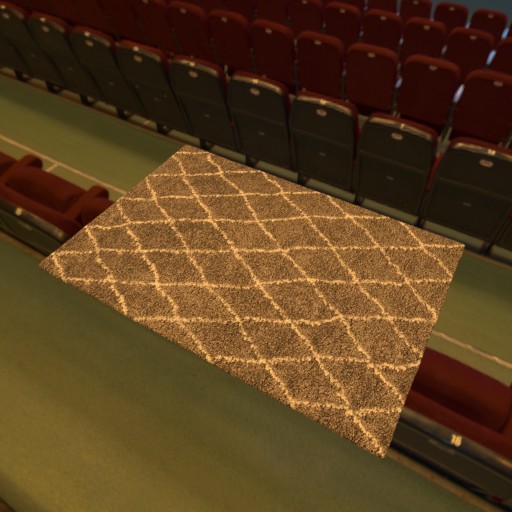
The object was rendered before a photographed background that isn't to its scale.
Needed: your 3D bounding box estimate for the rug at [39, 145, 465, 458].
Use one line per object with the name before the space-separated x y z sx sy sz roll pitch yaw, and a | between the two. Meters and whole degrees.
rug | 0.000 0.000 2.230 1.778 0.030 1.219 24 52 20
